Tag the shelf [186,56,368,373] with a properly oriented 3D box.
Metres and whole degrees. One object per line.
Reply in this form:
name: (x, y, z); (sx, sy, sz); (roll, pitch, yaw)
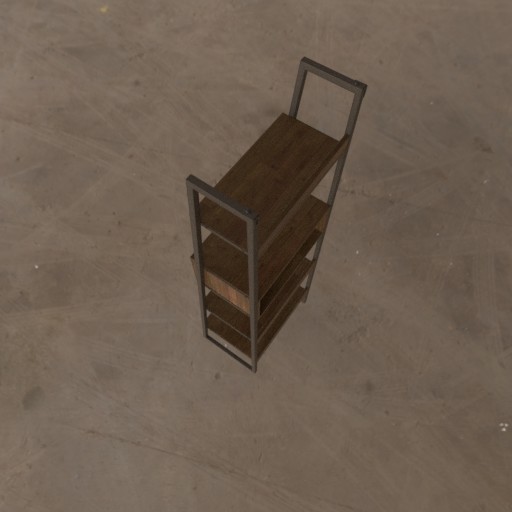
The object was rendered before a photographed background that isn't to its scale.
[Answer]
shelf: (0.000, 0.000, 2.312); (0.454, 2.005, 0.652); (32, 68, 15)
